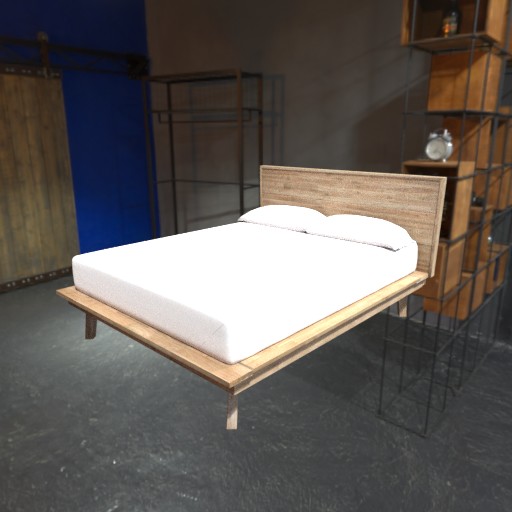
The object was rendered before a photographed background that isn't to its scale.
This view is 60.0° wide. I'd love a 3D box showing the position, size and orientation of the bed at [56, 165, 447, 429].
[{"bbox_3d":[0.000,0.000,3.143,1.759,1.071,2.145,14,21,41],"label":"bed"}]
